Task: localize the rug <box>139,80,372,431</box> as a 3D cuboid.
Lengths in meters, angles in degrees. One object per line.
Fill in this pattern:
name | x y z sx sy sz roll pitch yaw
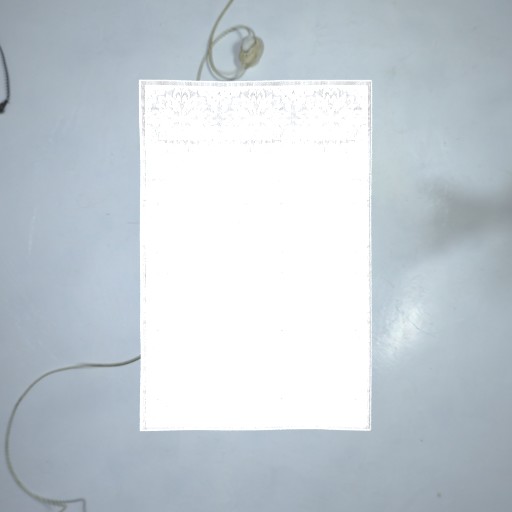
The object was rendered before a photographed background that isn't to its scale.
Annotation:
rug | 0.000 0.000 3.469 1.819 0.018 2.746 0 91 0
